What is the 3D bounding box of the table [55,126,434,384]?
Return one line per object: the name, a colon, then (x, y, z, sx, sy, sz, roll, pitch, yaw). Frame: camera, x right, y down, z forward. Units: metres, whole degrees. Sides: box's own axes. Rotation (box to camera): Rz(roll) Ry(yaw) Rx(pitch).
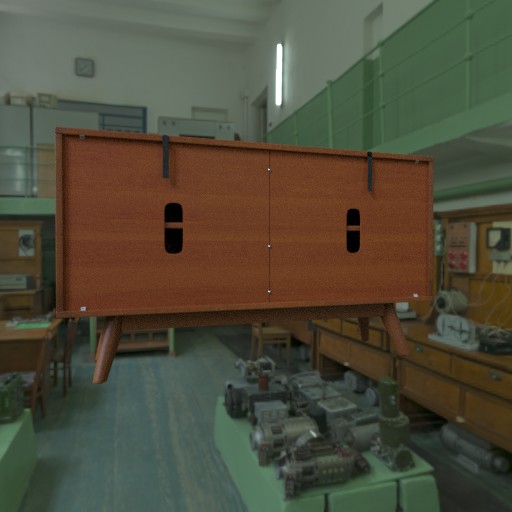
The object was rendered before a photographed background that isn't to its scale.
table: (0.000, 0.000, 1.510, 1.220, 0.698, 0.308, 0, 1, -18)
